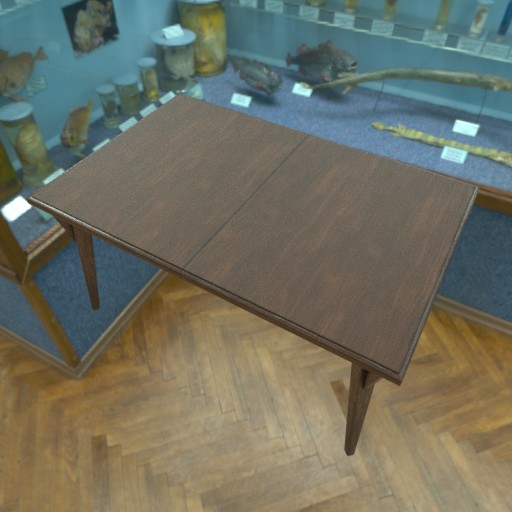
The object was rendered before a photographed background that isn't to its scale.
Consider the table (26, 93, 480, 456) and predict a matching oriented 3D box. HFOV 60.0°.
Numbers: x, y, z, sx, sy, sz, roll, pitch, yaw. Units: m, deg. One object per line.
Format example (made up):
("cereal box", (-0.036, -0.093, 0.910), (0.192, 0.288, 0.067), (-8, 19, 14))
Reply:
("table", (0.000, 0.000, 2.045), (1.524, 0.761, 0.990), (24, 52, 20))
